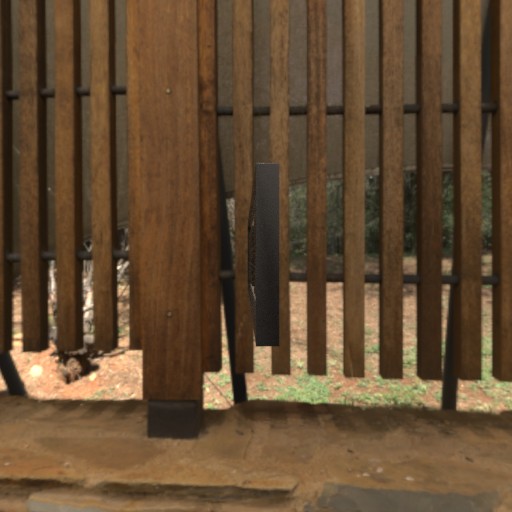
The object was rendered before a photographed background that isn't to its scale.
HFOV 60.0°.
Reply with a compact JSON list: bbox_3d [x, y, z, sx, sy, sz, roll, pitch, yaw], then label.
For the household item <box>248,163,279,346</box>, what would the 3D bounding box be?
[{"bbox_3d":[0.000,0.000,1.068,0.030,0.236,1.001,0,0,-2],"label":"household item"}]
